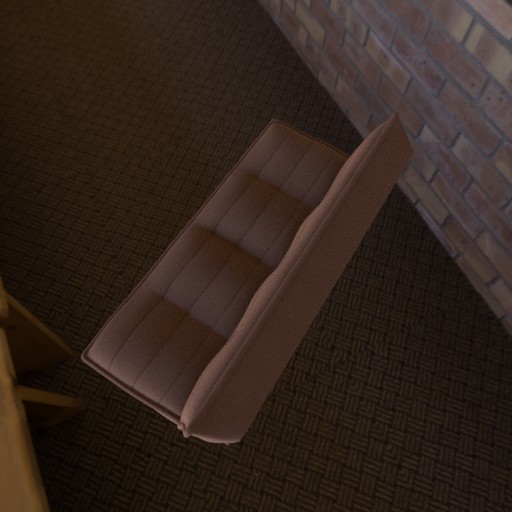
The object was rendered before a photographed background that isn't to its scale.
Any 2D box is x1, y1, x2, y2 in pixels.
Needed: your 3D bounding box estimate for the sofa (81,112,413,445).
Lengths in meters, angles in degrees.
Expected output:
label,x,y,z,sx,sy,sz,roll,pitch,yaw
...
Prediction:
label,x,y,z,sx,sy,sz,roll,pitch,yaw
sofa,0.000,0.000,2.499,0.950,0.890,1.940,30,67,14
